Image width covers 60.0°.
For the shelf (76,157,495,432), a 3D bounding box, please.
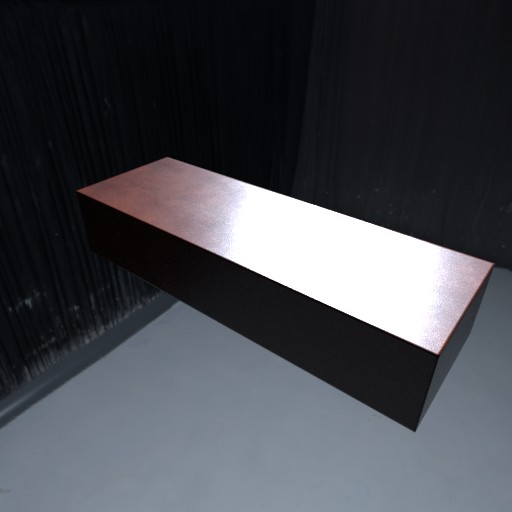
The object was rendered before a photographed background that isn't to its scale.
[{"bbox_3d":[0.000,0.000,0.513,0.457,0.088,0.152,23,40,31],"label":"shelf"}]
